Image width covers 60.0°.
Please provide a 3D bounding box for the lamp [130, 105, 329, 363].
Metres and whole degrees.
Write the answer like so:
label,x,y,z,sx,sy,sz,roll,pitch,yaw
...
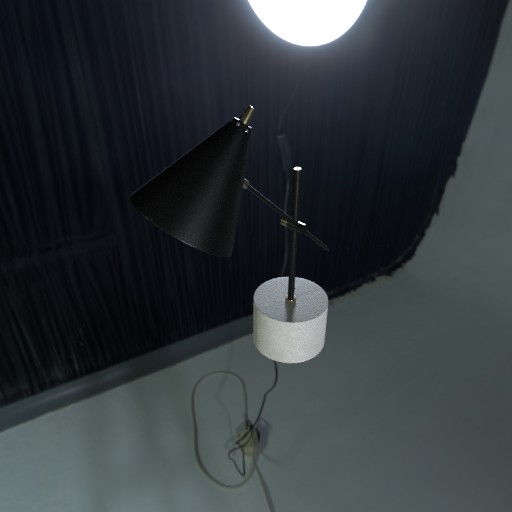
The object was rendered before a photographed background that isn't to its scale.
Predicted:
label,x,y,z,sx,sy,sz,roll,pitch,yaw
lamp,0.000,0.000,0.742,0.403,0.518,0.214,-20,37,-28
